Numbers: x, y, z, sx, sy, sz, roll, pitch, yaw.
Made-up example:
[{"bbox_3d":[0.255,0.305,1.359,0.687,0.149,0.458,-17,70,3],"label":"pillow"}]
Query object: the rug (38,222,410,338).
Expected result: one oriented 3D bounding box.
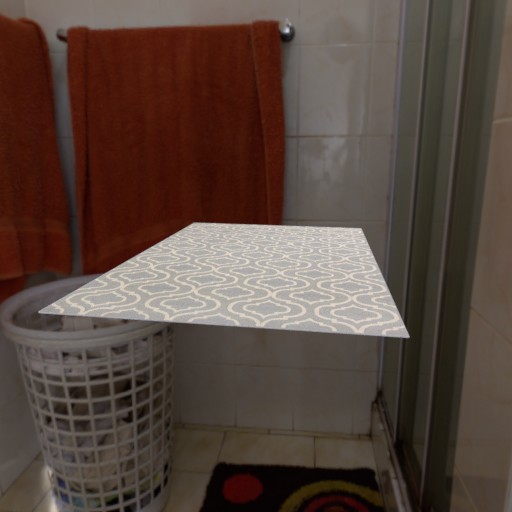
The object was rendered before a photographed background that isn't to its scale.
[{"bbox_3d":[0.000,0.000,2.167,1.141,0.015,1.749,2,14,8],"label":"rug"}]
